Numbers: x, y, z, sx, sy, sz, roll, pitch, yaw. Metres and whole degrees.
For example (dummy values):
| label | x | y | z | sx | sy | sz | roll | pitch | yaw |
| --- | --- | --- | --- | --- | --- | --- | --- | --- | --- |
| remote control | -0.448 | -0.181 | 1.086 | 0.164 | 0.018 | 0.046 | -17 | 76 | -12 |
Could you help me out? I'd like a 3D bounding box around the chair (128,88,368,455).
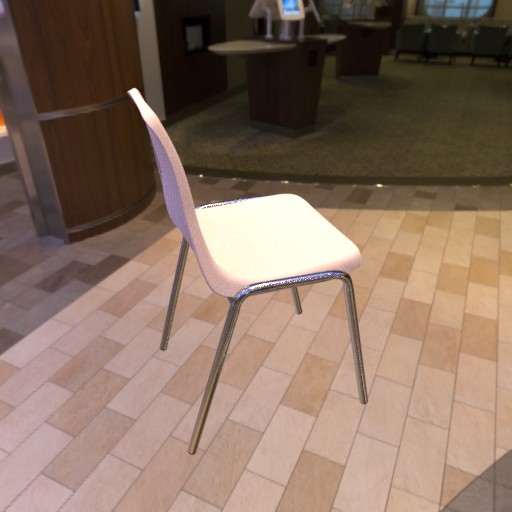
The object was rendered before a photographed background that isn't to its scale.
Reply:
| label | x | y | z | sx | sy | sz | roll | pitch | yaw |
| --- | --- | --- | --- | --- | --- | --- | --- | --- | --- |
| chair | 0.000 | 0.000 | 0.962 | 0.436 | 0.704 | 0.381 | -11 | 33 | -17 |
